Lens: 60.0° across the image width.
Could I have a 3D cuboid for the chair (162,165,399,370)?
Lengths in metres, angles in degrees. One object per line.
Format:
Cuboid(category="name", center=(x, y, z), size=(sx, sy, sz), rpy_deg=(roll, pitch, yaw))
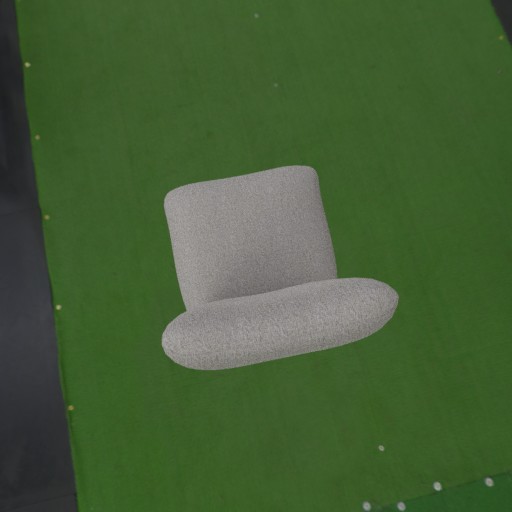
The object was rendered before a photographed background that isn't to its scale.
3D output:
Cuboid(category="chair", center=(0.000, 0.000, 1.177), size=(0.448, 0.864, 0.560), rpy_deg=(-11, 75, -3))
